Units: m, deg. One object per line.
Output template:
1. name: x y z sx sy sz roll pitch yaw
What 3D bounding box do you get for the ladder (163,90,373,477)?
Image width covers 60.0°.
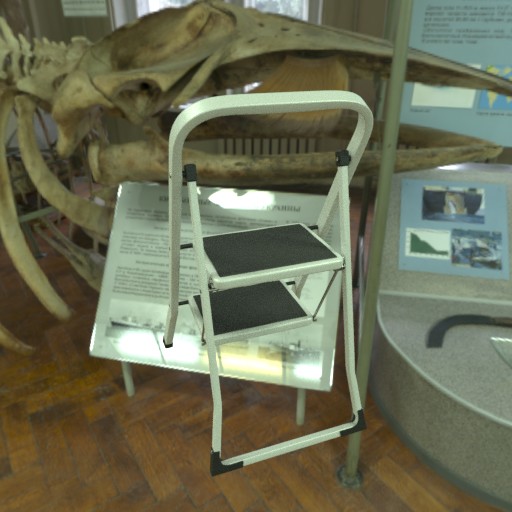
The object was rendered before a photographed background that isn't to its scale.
1. ladder: 0.000 0.000 1.117 0.460 0.810 0.544 -9 28 -17
